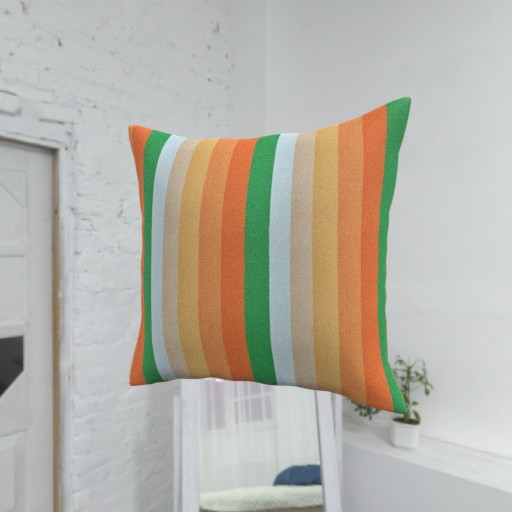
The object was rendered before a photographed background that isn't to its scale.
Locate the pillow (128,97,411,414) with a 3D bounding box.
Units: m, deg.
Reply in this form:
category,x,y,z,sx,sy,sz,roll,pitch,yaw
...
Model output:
category,x,y,z,sx,sy,sz,roll,pitch,yaw
pillow,0.000,0.000,0.688,0.453,0.444,0.169,0,1,17
